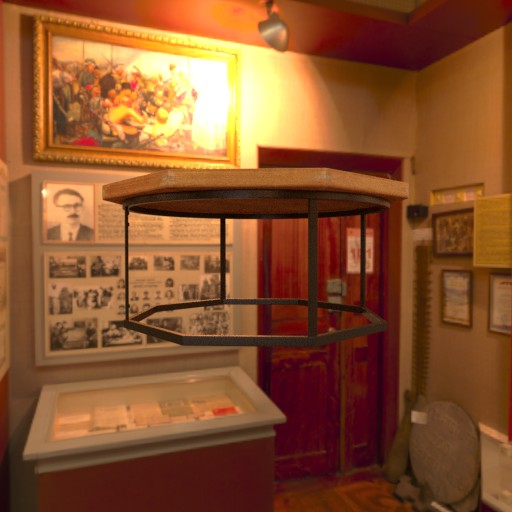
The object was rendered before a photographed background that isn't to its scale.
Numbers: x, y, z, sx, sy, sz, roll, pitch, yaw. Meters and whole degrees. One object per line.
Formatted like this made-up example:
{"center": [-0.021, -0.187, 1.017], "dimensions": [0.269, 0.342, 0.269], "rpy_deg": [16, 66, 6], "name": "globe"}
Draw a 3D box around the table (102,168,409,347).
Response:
{"center": [0.000, 0.000, 1.534], "dimensions": [1.002, 0.444, 1.002], "rpy_deg": [0, 1, 0], "name": "table"}
